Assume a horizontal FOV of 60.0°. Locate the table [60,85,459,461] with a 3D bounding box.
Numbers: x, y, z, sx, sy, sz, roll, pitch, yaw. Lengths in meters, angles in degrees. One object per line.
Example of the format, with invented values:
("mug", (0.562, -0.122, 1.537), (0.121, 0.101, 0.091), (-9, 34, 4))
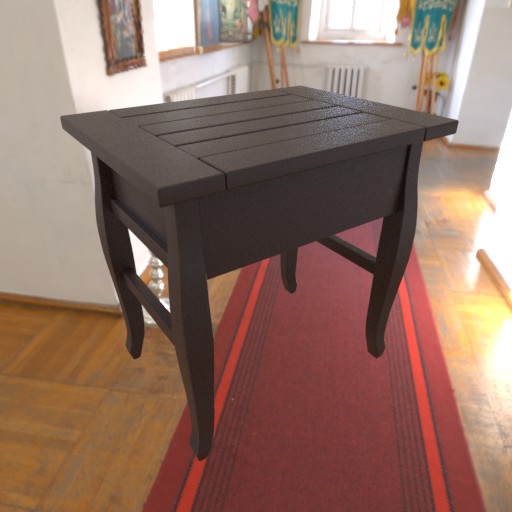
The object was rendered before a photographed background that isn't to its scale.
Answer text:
("table", (0.000, 0.000, 0.990), (0.602, 0.605, 0.460), (-19, 35, -29))
